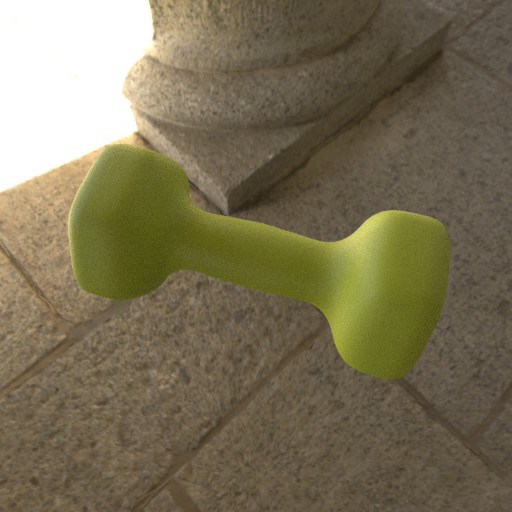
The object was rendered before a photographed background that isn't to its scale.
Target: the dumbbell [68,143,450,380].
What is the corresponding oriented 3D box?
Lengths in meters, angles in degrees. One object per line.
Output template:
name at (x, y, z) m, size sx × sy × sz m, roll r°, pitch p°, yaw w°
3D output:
dumbbell at (0.000, 0.000, 0.209) m, size 0.164 × 0.072 × 0.080 m, roll 15°, pitch 65°, yaw 8°
